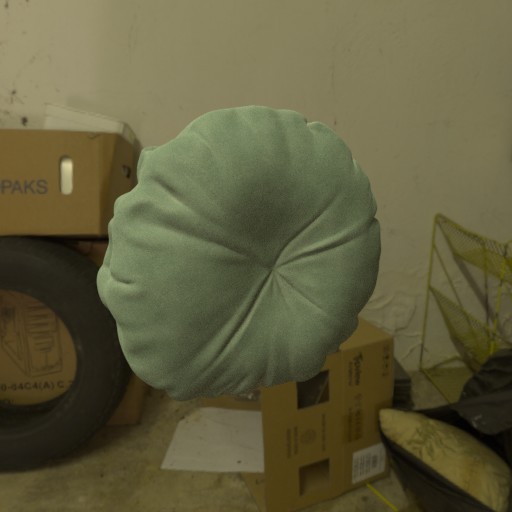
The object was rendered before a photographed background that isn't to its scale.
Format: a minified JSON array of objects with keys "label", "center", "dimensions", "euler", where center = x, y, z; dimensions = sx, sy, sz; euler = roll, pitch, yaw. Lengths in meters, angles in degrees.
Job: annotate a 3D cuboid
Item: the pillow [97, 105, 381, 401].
[{"label":"pillow","center":[0.000,0.000,0.633],"dimensions":[0.428,0.407,0.148],"euler":[-7,16,-26]}]
